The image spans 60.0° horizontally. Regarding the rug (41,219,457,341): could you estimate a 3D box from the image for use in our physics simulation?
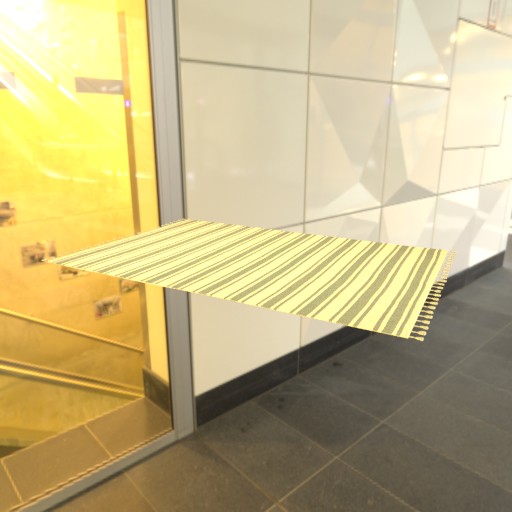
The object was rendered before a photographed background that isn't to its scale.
[{"bbox_3d":[0.000,0.000,3.029,2.410,0.011,1.539,9,19,27],"label":"rug"}]
